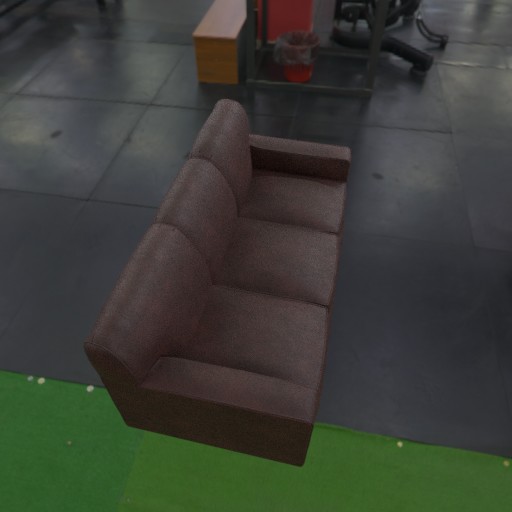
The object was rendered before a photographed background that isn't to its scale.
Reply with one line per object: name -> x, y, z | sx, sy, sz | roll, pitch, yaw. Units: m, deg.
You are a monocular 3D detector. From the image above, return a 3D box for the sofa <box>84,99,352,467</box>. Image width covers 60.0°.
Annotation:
sofa -> 0.000, 0.000, 2.645 | 1.008, 0.953, 2.039 | 9, 49, 9
